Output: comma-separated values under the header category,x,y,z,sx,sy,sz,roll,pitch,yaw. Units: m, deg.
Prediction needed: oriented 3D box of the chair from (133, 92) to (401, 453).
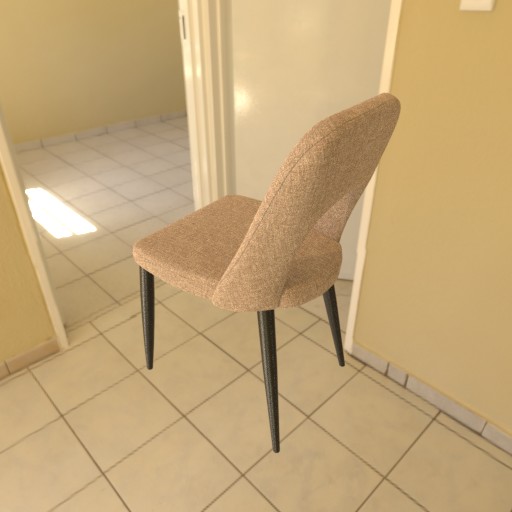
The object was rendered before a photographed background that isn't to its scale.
category,x,y,z,sx,sy,sz,roll,pitch,yaw
chair,0.000,0.000,1.265,0.612,0.931,0.470,22,38,30
